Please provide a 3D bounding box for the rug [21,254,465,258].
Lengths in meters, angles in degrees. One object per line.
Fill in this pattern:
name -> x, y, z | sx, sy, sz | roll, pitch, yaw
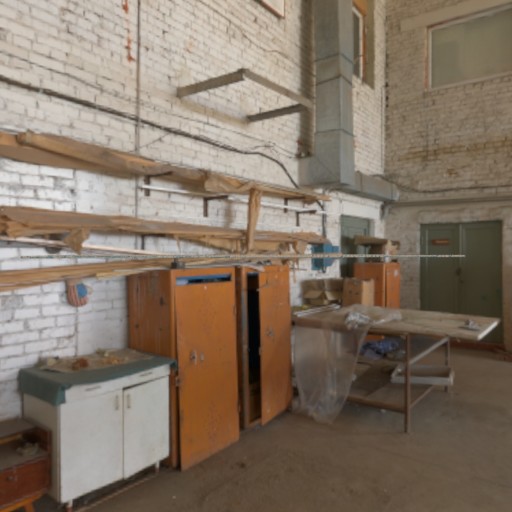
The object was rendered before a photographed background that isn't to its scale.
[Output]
rug -> 0.000, 0.000, 2.716 | 2.452, 0.012, 0.775 | 0, 0, -17
